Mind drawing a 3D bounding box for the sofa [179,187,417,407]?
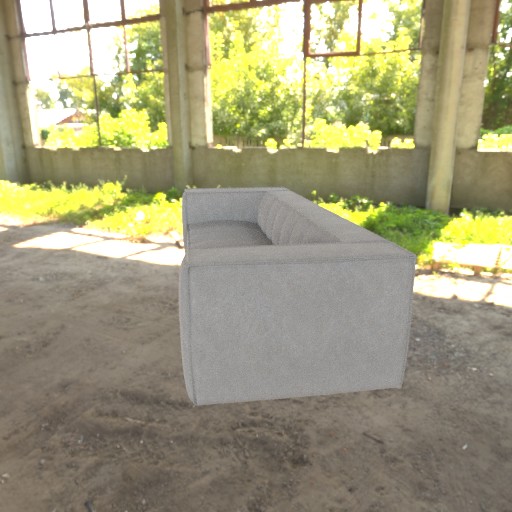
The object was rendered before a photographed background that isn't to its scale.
[{"bbox_3d":[0.000,0.000,3.132,1.038,0.680,2.697,-2,15,-9],"label":"sofa"}]
